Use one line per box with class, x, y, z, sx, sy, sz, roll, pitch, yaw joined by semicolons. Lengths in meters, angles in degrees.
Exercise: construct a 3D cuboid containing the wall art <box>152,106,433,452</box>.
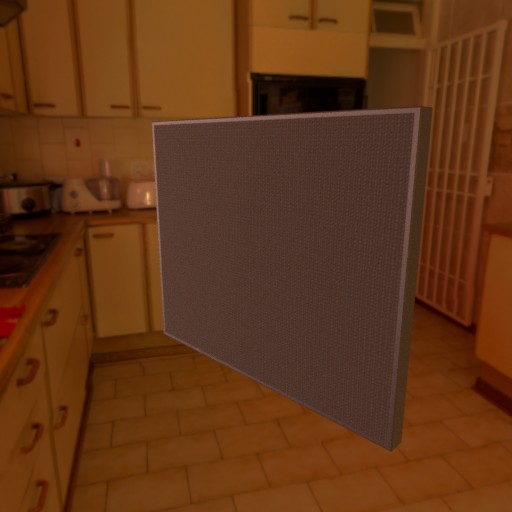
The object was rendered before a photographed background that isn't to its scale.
wall art;0.000;0.000;0.760;0.559;0.458;0.029;14;20;43
